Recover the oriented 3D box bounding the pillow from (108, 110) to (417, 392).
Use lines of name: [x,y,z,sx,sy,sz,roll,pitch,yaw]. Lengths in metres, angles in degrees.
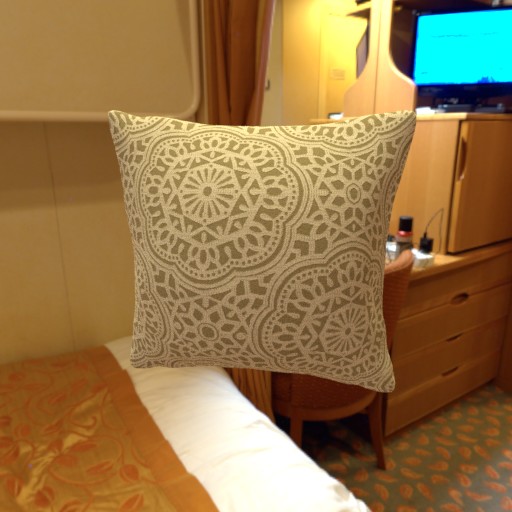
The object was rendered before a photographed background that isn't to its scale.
pillow: [0.000,0.000,0.669,0.438,0.421,0.167,3,16,9]
